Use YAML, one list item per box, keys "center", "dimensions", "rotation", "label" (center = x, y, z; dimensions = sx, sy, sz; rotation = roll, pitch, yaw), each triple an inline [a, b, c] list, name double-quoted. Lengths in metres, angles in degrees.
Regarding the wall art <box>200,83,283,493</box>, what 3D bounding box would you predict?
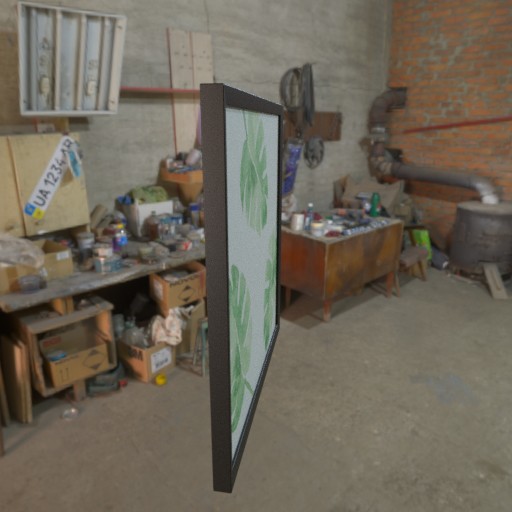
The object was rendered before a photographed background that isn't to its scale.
- center: [0.000, 0.000, 1.140]
  dimensions: [0.038, 0.765, 0.765]
  rotation: [3, 17, 10]
  label: "wall art"
